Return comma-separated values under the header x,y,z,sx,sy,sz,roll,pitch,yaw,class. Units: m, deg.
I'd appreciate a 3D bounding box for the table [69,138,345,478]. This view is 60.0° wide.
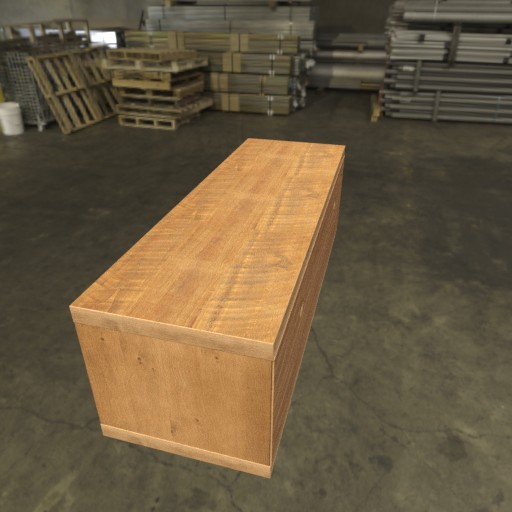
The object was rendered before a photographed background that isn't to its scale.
x,y,z,sx,sy,sz,roll,pitch,yaw,class
0.000,0.000,1.735,0.499,0.491,1.499,8,31,13,table
